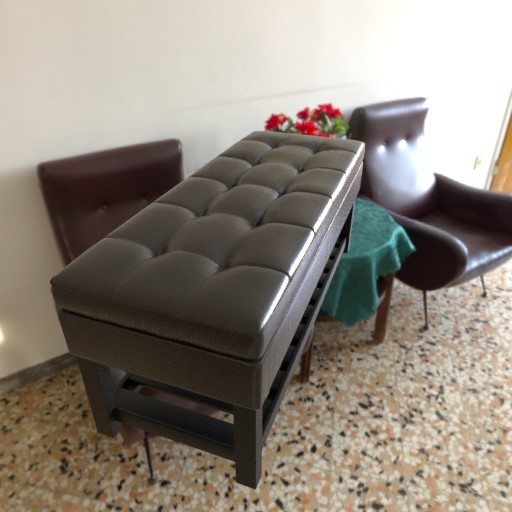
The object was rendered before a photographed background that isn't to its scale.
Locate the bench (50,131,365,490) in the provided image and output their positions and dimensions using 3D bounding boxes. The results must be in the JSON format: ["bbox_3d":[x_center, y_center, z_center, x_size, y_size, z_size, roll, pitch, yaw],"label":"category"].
[{"bbox_3d":[0.000,0.000,1.306,0.432,0.460,1.105,11,33,18],"label":"bench"}]
